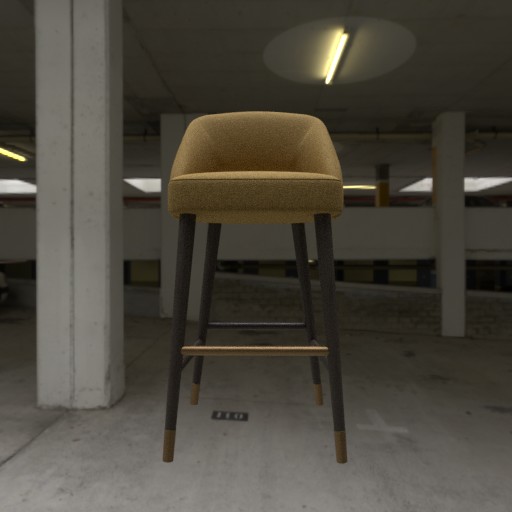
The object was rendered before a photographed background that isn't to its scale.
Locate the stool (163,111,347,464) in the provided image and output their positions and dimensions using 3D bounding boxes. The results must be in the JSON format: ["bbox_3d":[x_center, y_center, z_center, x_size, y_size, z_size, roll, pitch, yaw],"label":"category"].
[{"bbox_3d":[0.000,0.000,1.359,0.536,1.032,0.522,0,0,1],"label":"stool"}]
